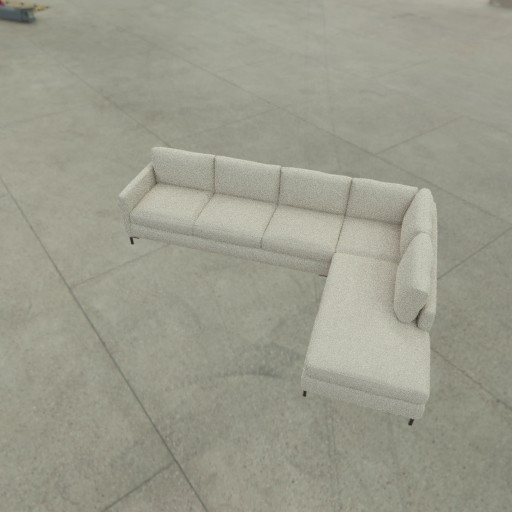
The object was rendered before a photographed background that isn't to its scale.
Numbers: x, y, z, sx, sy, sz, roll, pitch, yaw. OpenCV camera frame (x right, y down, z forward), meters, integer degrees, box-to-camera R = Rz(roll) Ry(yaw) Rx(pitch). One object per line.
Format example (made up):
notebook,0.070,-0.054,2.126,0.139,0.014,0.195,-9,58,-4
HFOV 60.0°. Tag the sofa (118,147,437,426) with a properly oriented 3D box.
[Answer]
sofa,0.000,0.000,3.848,2.949,0.815,2.007,12,42,13
